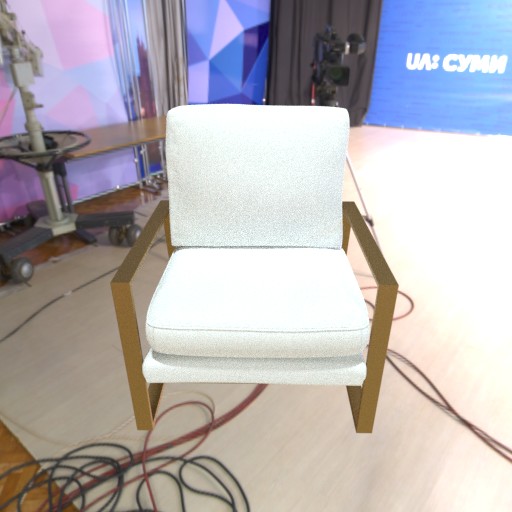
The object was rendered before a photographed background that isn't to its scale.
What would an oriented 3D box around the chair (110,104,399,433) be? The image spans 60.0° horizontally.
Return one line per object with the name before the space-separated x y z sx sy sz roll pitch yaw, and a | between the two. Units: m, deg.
chair | 0.000 0.000 1.598 0.805 0.966 0.813 0 29 1
